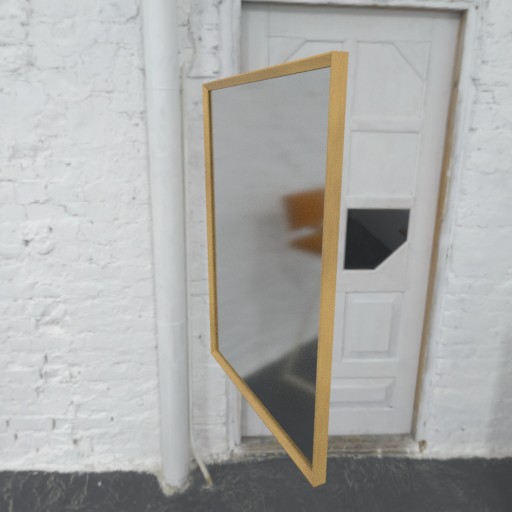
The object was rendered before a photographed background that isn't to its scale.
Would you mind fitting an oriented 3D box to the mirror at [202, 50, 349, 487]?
[{"bbox_3d":[0.000,0.000,1.318,0.041,1.016,0.762,-8,18,-24],"label":"mirror"}]
